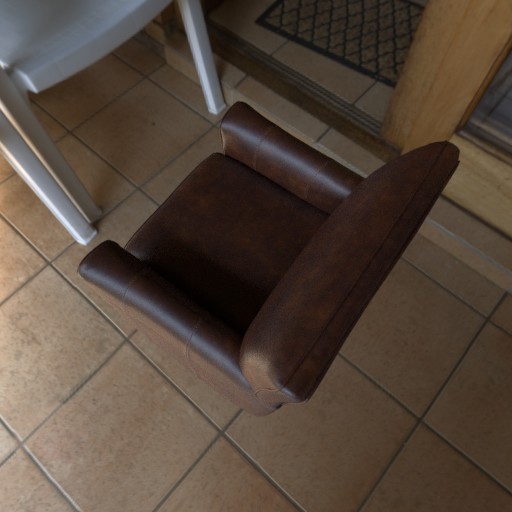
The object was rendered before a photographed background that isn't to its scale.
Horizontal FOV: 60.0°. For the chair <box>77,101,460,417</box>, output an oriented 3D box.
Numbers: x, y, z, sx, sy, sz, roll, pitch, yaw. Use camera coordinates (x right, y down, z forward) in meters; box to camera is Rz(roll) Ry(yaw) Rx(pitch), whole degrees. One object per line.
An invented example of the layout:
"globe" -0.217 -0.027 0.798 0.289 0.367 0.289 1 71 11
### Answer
"chair" 0.000 0.000 1.566 0.823 0.943 0.870 33 69 14
